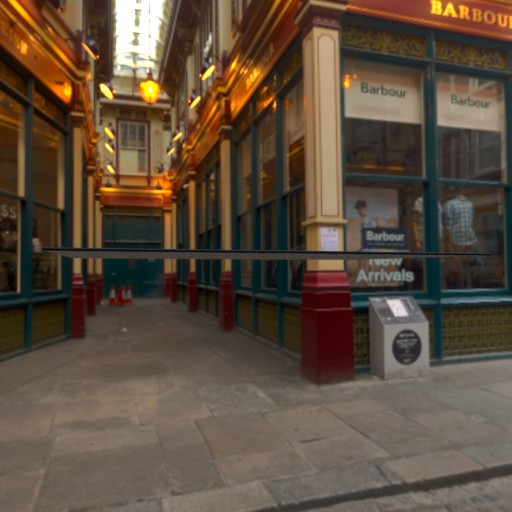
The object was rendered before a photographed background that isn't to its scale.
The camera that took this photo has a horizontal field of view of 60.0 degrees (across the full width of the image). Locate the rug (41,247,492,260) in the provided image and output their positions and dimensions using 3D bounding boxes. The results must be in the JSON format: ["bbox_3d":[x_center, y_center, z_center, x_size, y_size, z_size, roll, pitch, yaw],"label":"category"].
[{"bbox_3d":[0.000,0.000,2.831,2.294,0.014,1.528,0,-2,-19],"label":"rug"}]
